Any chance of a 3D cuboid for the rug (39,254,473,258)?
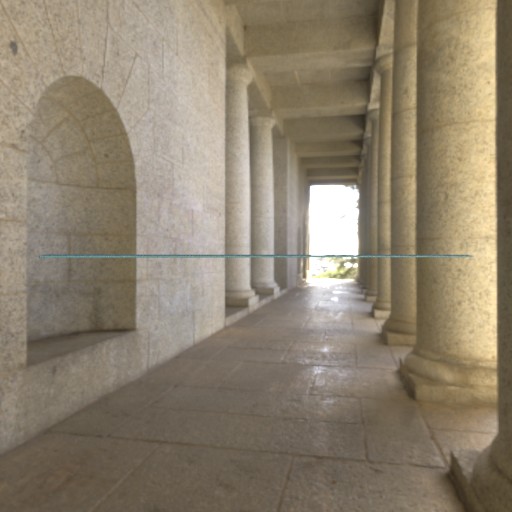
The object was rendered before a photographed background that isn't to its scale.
[{"bbox_3d":[0.000,0.000,1.470,1.219,0.007,0.604,0,0,-18],"label":"rug"}]
